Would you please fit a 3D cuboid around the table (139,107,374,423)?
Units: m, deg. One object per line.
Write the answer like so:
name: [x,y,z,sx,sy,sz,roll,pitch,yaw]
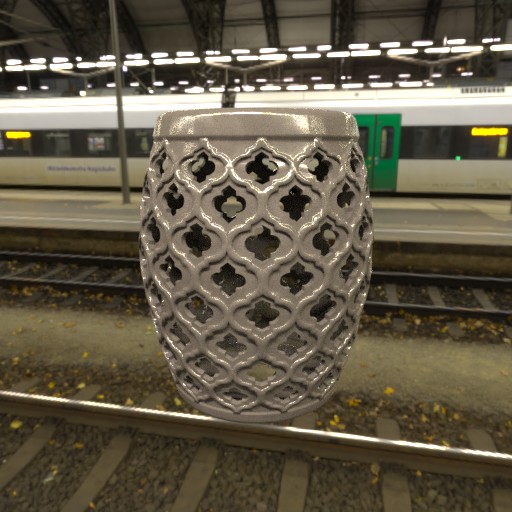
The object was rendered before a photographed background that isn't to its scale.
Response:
table: [0.000,0.000,0.639,0.325,0.388,0.325,0,14,0]
